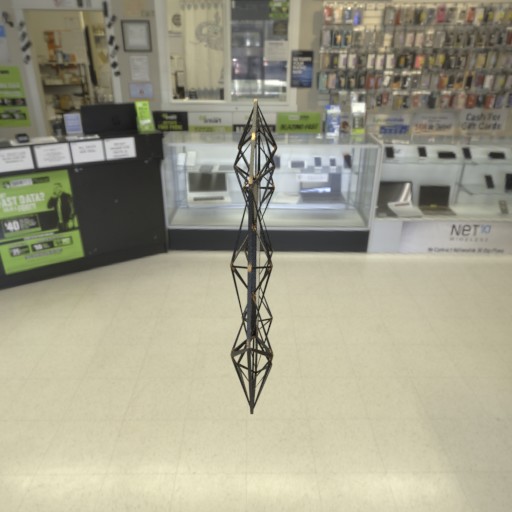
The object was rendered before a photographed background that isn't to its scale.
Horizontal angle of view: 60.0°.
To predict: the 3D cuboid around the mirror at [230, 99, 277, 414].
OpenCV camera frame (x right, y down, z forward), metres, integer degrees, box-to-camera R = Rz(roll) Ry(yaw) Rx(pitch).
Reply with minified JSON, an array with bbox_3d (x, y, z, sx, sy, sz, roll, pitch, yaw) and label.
[{"bbox_3d":[0.000,0.000,1.056,0.094,0.710,0.710,1,26,2],"label":"mirror"}]
